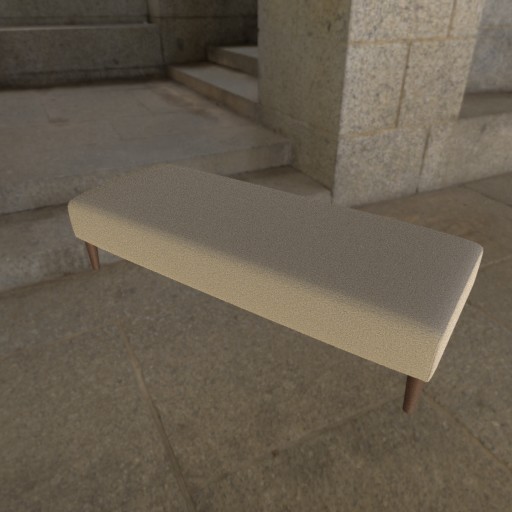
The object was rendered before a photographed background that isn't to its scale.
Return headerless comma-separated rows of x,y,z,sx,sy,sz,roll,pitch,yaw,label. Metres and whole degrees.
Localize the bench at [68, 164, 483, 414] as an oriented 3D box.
0.000,0.000,1.861,1.609,0.393,0.646,19,36,28,bench
